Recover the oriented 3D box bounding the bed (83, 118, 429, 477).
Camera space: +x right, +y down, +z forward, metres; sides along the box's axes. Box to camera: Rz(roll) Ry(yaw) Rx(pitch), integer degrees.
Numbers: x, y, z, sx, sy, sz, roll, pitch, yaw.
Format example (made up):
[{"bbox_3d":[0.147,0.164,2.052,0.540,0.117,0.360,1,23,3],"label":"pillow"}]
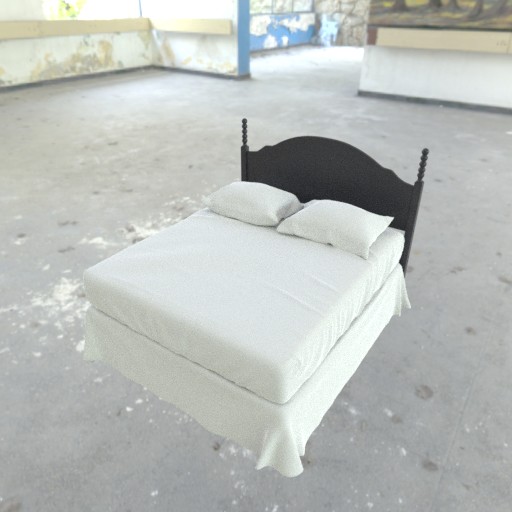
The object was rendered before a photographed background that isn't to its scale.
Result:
[{"bbox_3d":[0.000,0.000,3.188,1.873,1.356,2.040,19,35,29],"label":"bed"}]
